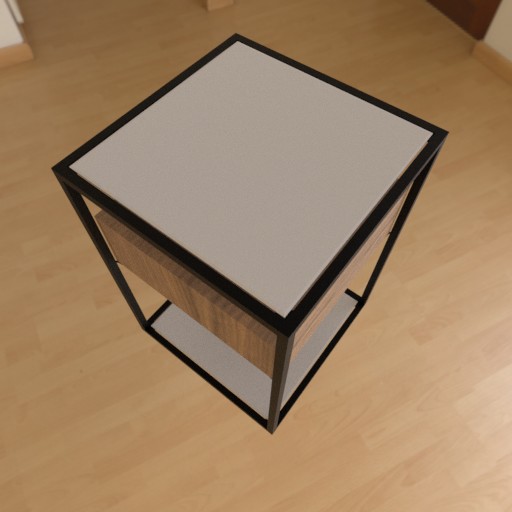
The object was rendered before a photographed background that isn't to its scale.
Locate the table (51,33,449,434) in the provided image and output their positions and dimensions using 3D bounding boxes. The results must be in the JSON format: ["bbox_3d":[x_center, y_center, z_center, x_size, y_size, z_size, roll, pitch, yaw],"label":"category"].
[{"bbox_3d":[0.000,0.000,0.819,0.378,0.540,0.378,33,64,19],"label":"table"}]
